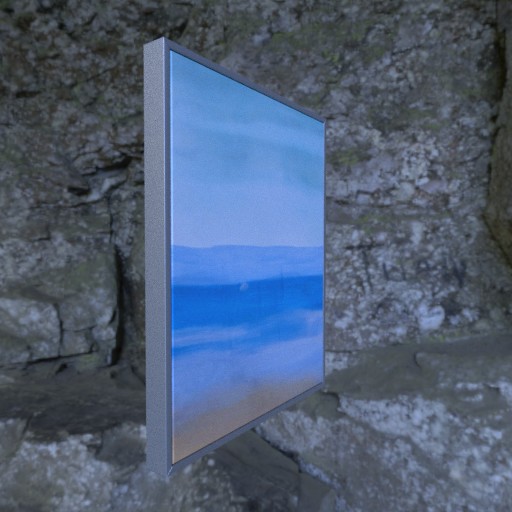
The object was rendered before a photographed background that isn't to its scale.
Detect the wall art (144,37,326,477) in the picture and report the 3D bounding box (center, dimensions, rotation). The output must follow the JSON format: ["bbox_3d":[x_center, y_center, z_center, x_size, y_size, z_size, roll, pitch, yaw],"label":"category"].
[{"bbox_3d":[0.000,0.000,0.748,0.039,0.553,0.445,1,2,36],"label":"wall art"}]
